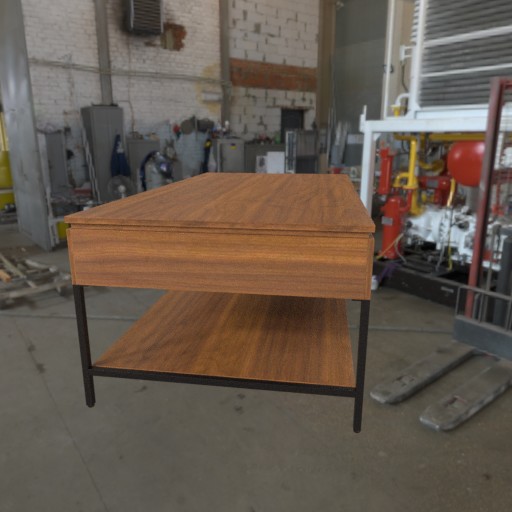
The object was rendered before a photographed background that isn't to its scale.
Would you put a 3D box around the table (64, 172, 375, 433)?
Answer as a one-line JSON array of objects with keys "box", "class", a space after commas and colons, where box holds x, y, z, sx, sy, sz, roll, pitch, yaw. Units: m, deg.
[{"box": [0.000, 0.000, 1.356, 0.574, 0.414, 1.057, 2, 15, 8], "class": "table"}]
